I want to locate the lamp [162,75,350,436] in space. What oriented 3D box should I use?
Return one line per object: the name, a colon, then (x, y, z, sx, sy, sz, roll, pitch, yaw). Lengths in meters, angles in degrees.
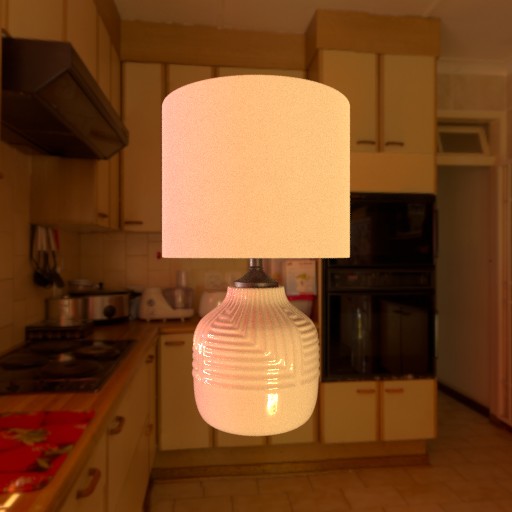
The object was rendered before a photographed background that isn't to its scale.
lamp: (0.000, 0.000, 0.767, 0.318, 0.567, 0.318, 0, 0, 0)
